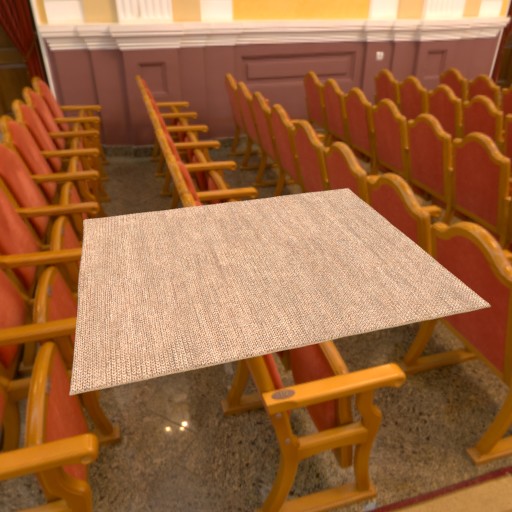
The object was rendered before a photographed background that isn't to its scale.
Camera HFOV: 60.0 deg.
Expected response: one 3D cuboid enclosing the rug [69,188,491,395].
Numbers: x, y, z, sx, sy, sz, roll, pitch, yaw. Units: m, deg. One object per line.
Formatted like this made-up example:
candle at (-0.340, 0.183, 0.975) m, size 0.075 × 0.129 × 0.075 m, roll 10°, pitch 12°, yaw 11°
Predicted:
rug at (0.000, 0.000, 4.012) m, size 3.052 × 0.030 × 2.429 m, roll -9°, pitch 32°, yaw -14°
